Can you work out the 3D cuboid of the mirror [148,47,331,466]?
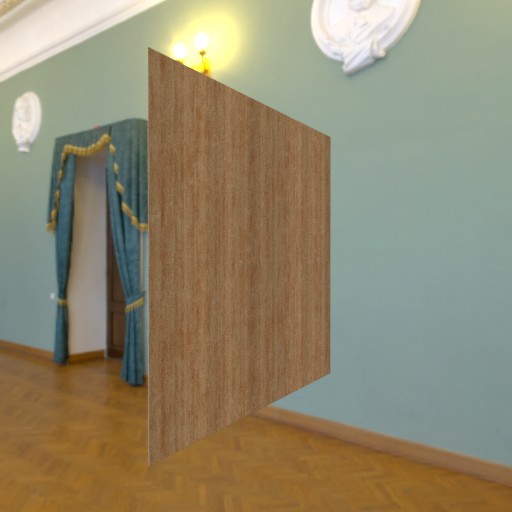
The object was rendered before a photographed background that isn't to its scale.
[{"bbox_3d":[0.000,0.000,0.968,0.047,0.651,0.651,0,0,35],"label":"mirror"}]
